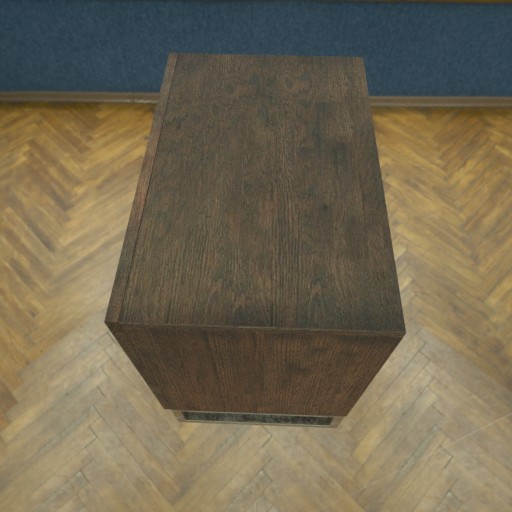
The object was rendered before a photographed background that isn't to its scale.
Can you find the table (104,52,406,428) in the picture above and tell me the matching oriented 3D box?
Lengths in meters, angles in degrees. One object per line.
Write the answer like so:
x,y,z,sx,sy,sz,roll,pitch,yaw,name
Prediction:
0.000,0.000,1.258,0.542,0.746,0.767,2,57,1,table
